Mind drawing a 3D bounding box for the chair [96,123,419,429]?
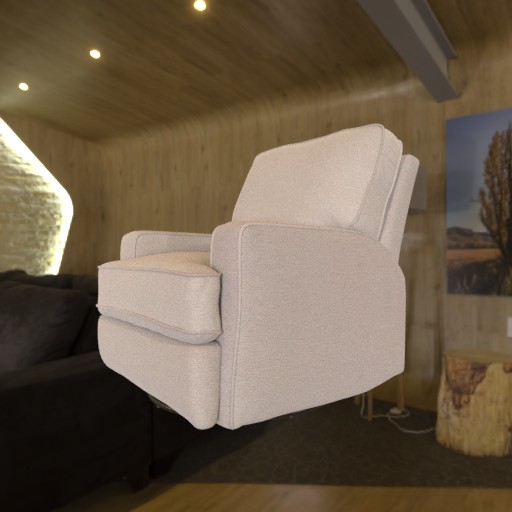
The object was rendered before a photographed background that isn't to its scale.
[{"bbox_3d":[0.000,0.000,1.649,0.969,0.964,0.861,0,1,-37],"label":"chair"}]
